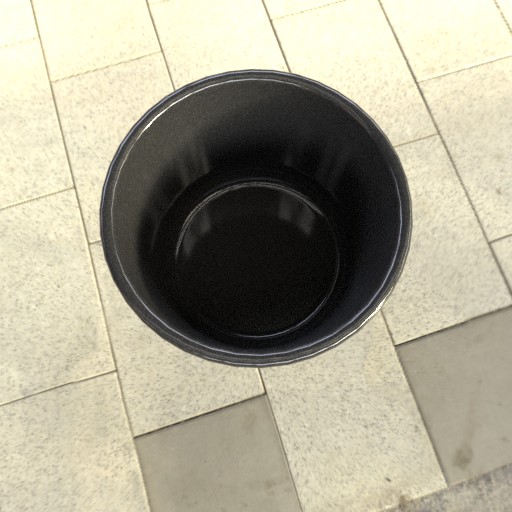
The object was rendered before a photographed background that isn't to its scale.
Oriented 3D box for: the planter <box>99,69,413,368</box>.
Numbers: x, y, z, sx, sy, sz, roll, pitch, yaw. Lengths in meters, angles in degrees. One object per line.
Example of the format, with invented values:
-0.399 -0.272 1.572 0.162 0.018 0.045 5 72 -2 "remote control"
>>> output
0.000 0.000 0.523 0.251 0.355 0.251 -19 78 -4 "planter"
